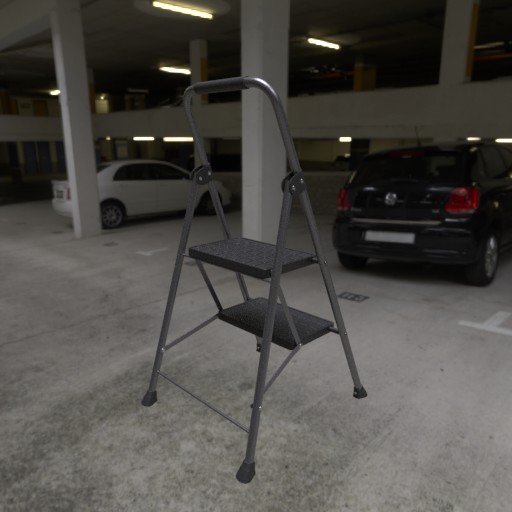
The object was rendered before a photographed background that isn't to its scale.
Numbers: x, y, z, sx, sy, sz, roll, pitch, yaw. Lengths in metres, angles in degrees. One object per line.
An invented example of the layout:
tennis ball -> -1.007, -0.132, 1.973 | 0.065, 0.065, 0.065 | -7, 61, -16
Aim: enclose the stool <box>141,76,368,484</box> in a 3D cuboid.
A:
stool -> 0.000, 0.000, 1.196 | 0.514, 0.872, 0.450 | -14, 21, -43
